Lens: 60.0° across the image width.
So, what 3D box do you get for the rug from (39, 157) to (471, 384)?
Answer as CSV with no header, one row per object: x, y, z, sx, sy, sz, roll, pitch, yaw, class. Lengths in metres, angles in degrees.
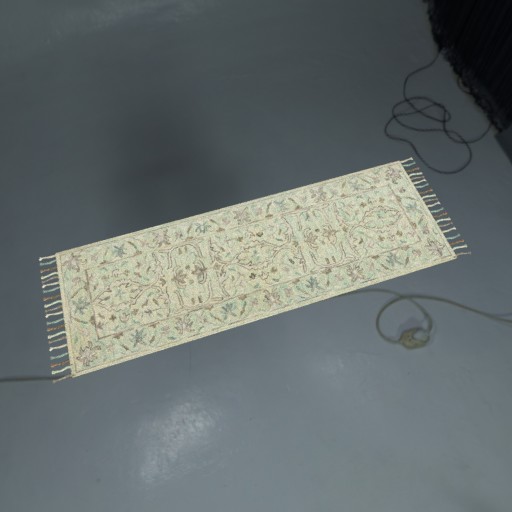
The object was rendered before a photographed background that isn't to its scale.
0.000,0.000,2.617,2.440,0.013,0.769,-16,64,-8,rug
